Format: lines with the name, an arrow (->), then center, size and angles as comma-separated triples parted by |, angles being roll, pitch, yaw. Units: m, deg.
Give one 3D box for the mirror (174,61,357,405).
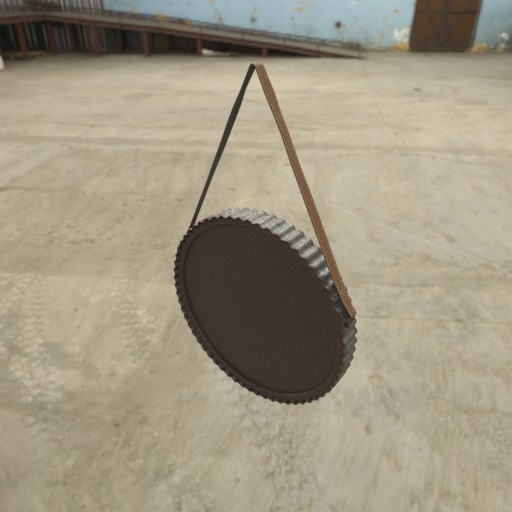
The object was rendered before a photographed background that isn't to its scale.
mirror -> 0.000, 0.000, 0.705 | 0.355, 0.568, 0.042 | 20, 35, 31
